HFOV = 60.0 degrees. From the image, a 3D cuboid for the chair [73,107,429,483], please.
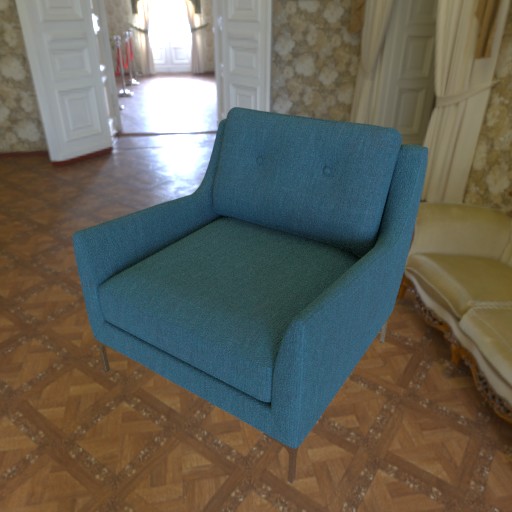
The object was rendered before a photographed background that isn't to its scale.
[{"bbox_3d":[0.000,0.000,1.516,0.847,0.828,0.849,18,34,29],"label":"chair"}]
